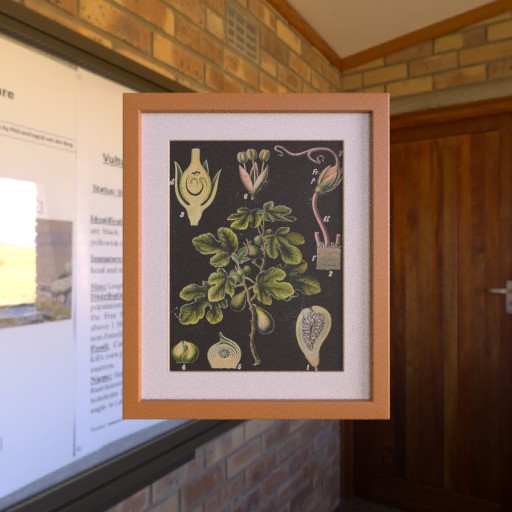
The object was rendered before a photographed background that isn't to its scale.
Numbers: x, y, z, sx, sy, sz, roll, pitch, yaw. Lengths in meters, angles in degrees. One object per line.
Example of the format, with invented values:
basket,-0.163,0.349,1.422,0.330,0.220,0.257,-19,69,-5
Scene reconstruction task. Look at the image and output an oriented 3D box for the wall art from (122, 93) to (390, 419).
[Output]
wall art,0.000,0.000,0.520,0.310,0.379,0.015,0,0,0
